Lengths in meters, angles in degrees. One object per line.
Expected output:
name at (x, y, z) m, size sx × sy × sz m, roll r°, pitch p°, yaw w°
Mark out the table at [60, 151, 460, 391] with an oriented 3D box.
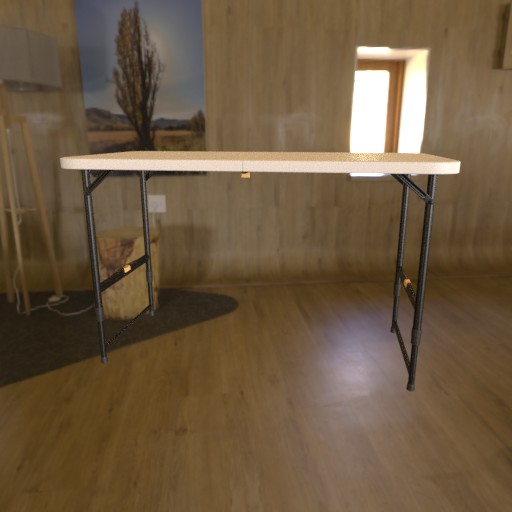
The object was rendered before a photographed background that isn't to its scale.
table at (0.000, 0.000, 1.658) m, size 1.245 × 0.737 × 0.611 m, roll 3°, pitch 16°, yaw 9°
